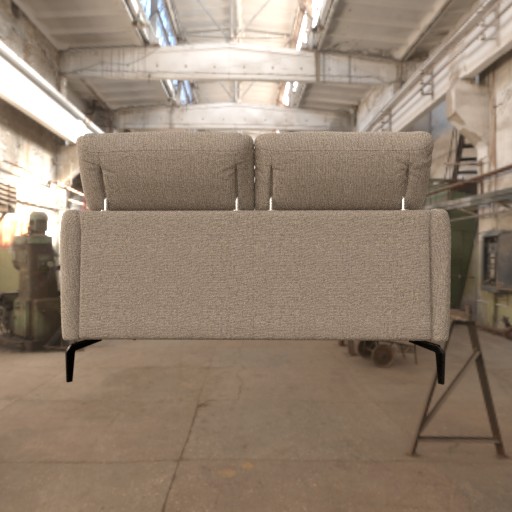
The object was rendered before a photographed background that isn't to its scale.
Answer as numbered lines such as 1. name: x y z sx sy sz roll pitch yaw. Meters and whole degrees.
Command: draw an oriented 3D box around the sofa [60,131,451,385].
1. sofa: 0.000 0.000 2.073 1.540 0.950 0.905 0 0 1
